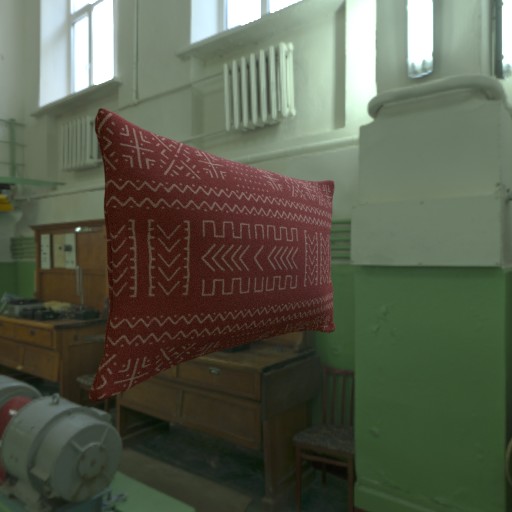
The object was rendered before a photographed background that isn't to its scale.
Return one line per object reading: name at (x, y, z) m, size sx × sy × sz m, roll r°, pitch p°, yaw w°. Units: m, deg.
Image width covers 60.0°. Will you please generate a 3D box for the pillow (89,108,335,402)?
pillow at (0.000, 0.000, 0.778) m, size 0.130 × 0.352 × 0.640 m, roll 0°, pitch 0°, yaw 36°
